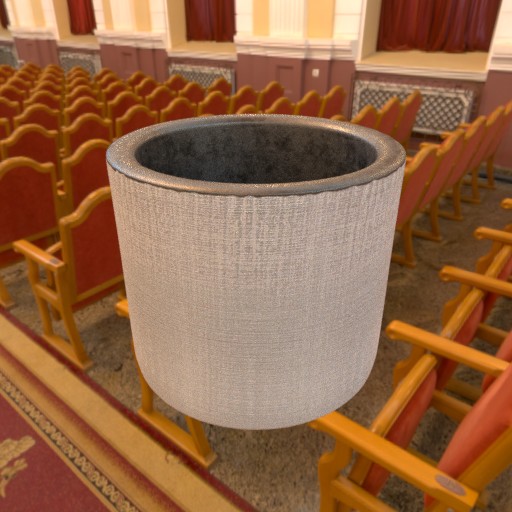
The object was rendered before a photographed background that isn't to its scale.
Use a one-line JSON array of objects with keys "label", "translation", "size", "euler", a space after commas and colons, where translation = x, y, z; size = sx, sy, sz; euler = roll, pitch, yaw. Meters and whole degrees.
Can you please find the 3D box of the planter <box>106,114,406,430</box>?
[{"label": "planter", "translation": [0.000, 0.000, 0.215], "size": [0.125, 0.112, 0.125], "euler": [0, 29, 0]}]
